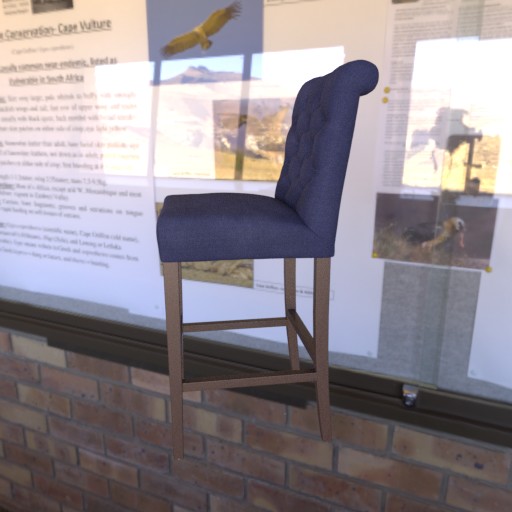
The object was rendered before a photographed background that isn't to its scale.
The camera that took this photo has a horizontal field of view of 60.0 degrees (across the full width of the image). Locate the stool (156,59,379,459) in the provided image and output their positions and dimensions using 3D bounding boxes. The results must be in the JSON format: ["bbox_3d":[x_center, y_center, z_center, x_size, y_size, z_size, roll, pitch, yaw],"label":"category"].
[{"bbox_3d":[0.000,0.000,1.452,0.601,1.140,0.493,-2,15,-8],"label":"stool"}]
